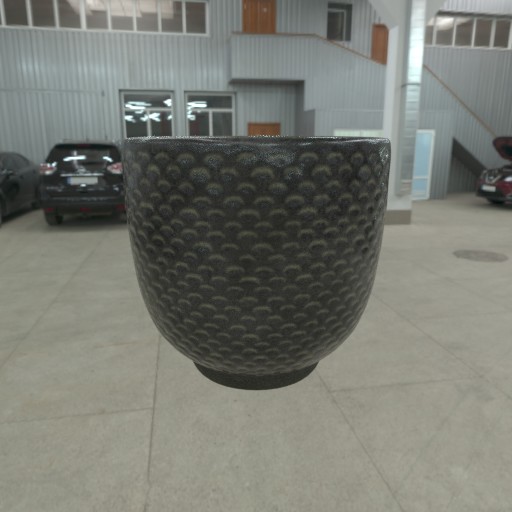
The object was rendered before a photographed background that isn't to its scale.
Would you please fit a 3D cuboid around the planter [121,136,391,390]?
[{"bbox_3d":[0.000,0.000,0.311,0.172,0.160,0.172,0,14,0],"label":"planter"}]
